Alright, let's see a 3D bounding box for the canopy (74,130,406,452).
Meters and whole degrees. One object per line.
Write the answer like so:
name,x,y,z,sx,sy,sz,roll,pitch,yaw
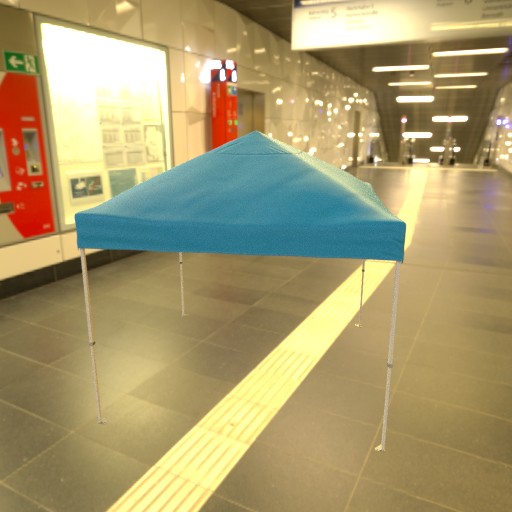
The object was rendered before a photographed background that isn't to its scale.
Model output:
canopy,0.000,0.000,5.505,2.996,2.997,2.998,2,16,8
